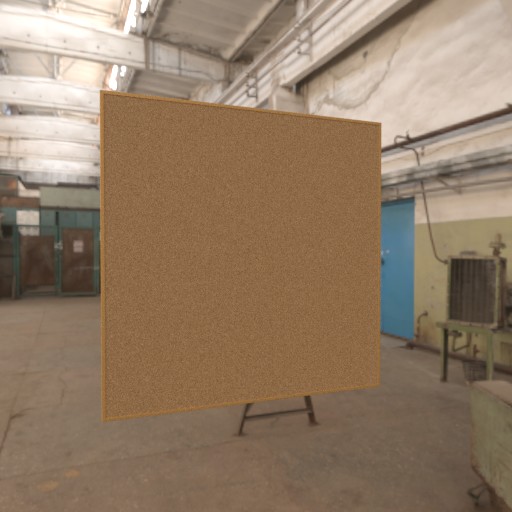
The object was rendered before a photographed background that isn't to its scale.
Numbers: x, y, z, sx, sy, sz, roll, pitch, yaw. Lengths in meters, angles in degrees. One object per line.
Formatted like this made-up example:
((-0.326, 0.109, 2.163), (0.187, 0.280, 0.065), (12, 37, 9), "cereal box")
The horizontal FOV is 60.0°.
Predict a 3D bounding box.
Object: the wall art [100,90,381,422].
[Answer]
((0.000, 0.000, 0.994), (0.657, 0.655, 0.014), (0, 1, -20), "wall art")
